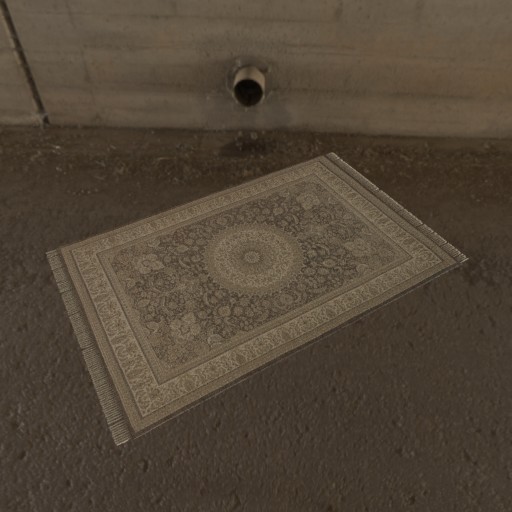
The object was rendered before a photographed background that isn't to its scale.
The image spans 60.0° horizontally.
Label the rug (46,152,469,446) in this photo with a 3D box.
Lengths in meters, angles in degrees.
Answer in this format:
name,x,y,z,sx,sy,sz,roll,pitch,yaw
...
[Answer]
name,x,y,z,sx,sy,sz,roll,pitch,yaw
rug,0.000,0.000,3.000,2.440,0.010,1.528,-23,50,-21
